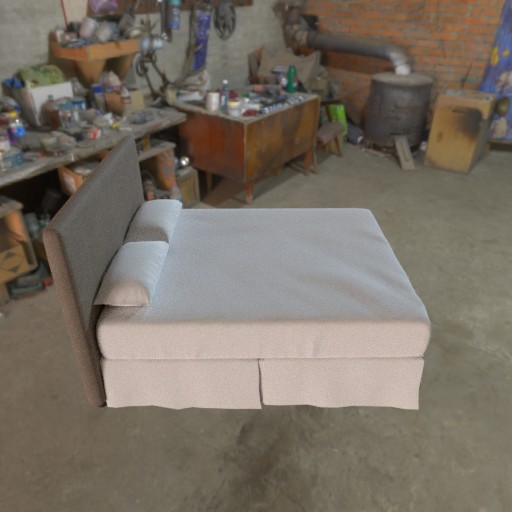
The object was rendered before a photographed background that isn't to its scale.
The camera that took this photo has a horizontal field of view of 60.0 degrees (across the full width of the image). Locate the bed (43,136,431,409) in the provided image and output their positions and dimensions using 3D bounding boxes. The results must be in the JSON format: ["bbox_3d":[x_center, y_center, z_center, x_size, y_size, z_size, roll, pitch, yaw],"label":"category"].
[{"bbox_3d":[0.000,0.000,3.209,2.142,1.330,1.723,0,31,-1],"label":"bed"}]
